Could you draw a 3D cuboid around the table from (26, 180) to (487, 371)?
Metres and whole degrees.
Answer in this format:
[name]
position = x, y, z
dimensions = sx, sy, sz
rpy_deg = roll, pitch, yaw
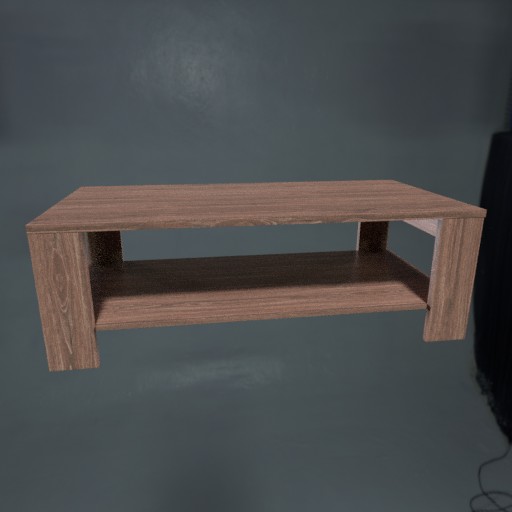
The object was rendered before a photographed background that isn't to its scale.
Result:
[table]
position = 0.000, 0.000, 1.483
dimensions = 1.200, 0.400, 0.600
rpy_deg = -3, 18, -8
